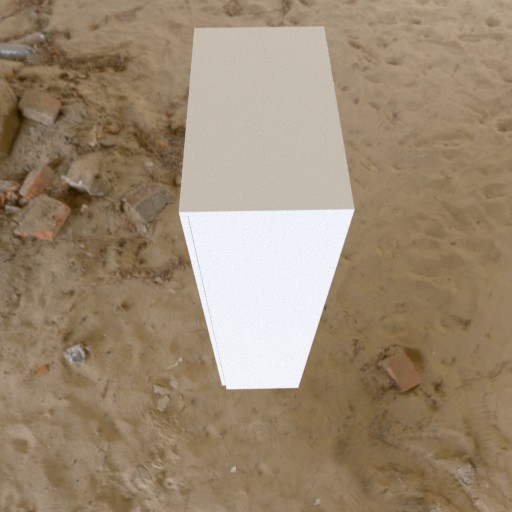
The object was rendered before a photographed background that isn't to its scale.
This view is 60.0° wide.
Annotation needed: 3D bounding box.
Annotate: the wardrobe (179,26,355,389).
[{"bbox_3d":[0.000,0.000,2.011,0.470,1.700,0.760,-1,59,-1],"label":"wardrobe"}]
